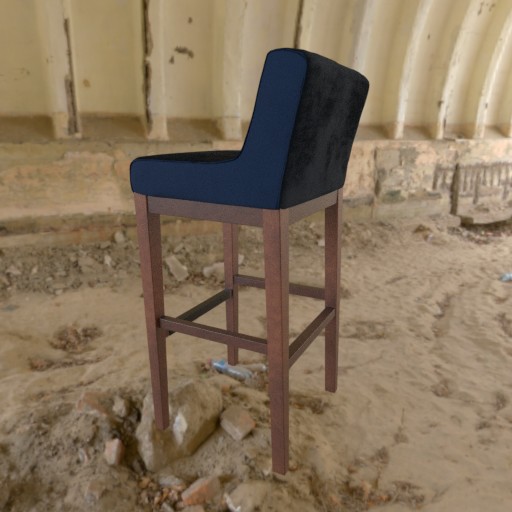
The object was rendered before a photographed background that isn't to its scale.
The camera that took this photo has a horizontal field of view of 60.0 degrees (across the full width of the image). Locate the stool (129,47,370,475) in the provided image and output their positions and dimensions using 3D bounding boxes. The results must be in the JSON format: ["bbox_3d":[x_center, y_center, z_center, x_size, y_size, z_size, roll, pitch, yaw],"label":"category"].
[{"bbox_3d":[0.000,0.000,1.308,0.500,1.037,0.511,8,18,26],"label":"stool"}]
